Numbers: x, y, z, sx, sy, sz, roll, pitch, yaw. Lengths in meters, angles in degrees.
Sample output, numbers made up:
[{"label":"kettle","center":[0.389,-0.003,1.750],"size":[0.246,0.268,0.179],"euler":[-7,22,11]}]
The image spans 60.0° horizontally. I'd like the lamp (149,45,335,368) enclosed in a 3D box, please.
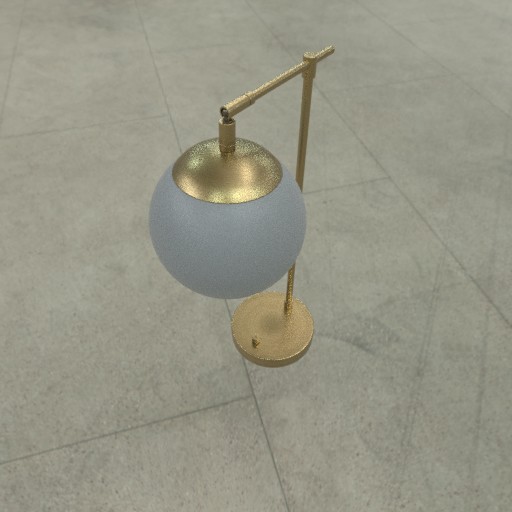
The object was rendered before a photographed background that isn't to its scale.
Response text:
[{"label":"lamp","center":[0.000,0.000,0.704],"size":[0.207,0.559,0.324],"euler":[30,54,25]}]
